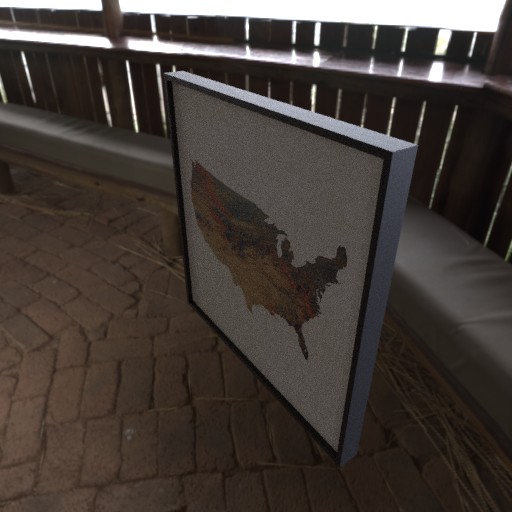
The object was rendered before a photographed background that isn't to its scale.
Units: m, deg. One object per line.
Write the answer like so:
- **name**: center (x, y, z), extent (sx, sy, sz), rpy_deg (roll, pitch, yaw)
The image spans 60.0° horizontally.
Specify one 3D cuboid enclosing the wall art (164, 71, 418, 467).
- **wall art**: center (0.000, 0.000, 0.742), extent (0.038, 0.507, 0.507), rpy_deg (-21, 38, -29)
